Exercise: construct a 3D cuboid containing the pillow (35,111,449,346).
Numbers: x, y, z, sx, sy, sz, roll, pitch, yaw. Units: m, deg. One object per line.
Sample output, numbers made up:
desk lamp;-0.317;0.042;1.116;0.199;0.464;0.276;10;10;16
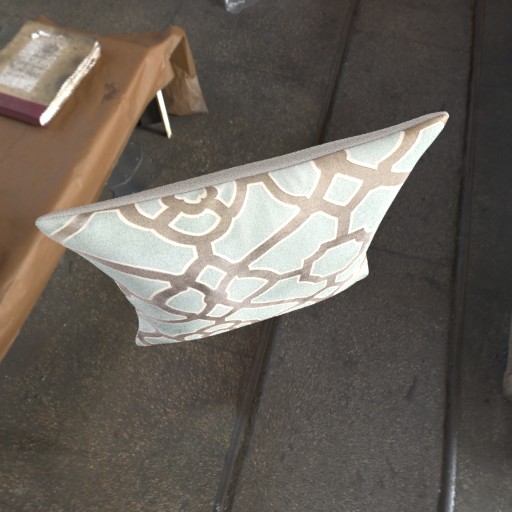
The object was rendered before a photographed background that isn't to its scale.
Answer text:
pillow;0.000;0.000;0.785;0.552;0.508;0.166;-16;65;-8
